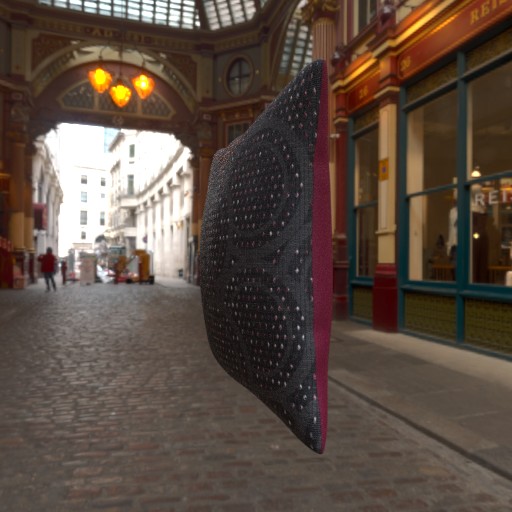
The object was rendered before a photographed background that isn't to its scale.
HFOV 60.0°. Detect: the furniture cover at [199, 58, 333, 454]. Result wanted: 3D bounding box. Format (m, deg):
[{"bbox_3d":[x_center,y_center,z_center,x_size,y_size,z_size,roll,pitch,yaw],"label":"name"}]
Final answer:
[{"bbox_3d":[0.000,0.000,0.824,0.193,0.509,0.552,0,0,-18],"label":"furniture cover"}]
